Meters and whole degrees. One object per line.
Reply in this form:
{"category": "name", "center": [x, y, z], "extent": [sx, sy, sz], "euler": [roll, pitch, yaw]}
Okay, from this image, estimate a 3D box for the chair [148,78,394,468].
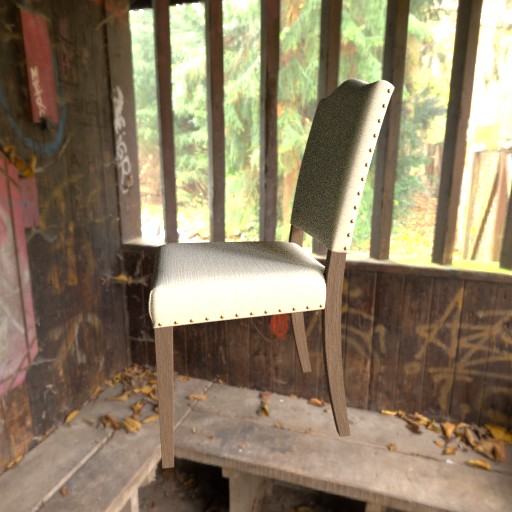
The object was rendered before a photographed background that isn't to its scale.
{"category": "chair", "center": [0.000, 0.000, 1.342], "extent": [0.619, 1.015, 0.508], "euler": [-3, 14, -10]}
